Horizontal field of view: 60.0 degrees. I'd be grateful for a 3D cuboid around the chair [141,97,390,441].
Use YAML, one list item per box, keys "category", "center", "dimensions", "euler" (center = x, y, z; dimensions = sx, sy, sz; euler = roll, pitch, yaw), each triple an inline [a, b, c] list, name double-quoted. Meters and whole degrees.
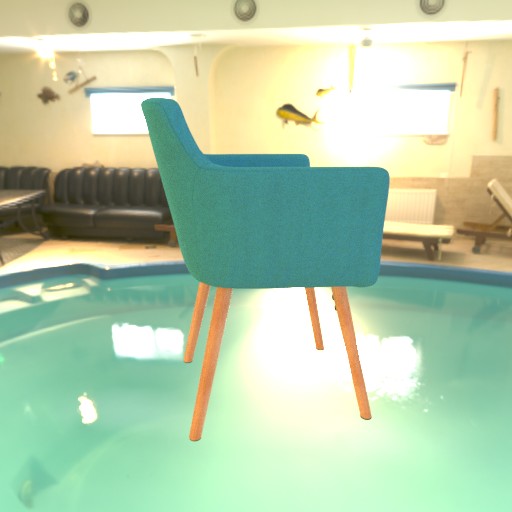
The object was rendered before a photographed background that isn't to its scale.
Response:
- category: "chair"
  center: [0.000, 0.000, 1.171]
  dimensions: [0.540, 0.780, 0.570]
  euler: [-3, 16, -10]
